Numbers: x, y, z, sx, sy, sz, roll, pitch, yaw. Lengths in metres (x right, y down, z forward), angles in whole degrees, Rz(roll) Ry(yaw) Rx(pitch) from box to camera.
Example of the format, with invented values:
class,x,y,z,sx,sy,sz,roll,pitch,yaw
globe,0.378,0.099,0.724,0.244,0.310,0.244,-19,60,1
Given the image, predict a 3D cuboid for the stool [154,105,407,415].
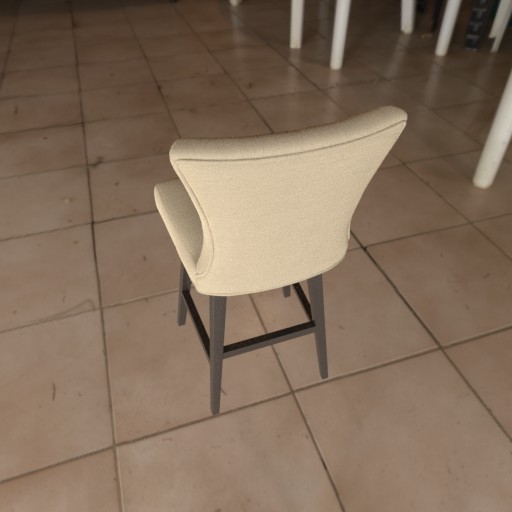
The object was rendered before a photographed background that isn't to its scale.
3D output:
class,x,y,z,sx,sy,sz,roll,pitch,yaw
stool,0.000,0.000,1.391,0.514,1.086,0.574,-13,44,-14
